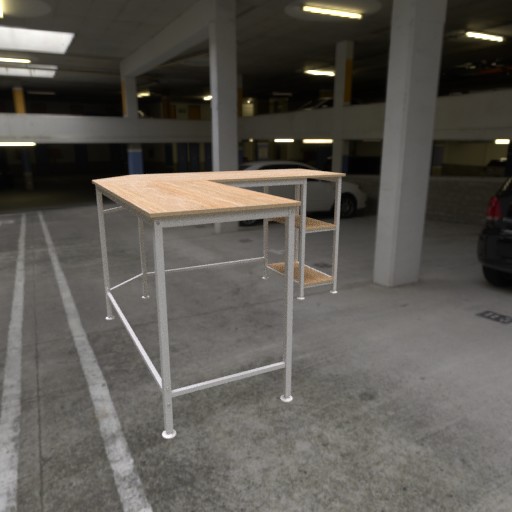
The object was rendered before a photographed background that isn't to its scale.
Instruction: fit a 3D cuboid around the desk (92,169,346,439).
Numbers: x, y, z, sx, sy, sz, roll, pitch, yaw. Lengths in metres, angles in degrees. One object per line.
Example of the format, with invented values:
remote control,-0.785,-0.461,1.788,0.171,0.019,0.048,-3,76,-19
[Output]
desk,0.000,0.000,2.224,1.379,0.739,1.379,-8,17,-26
